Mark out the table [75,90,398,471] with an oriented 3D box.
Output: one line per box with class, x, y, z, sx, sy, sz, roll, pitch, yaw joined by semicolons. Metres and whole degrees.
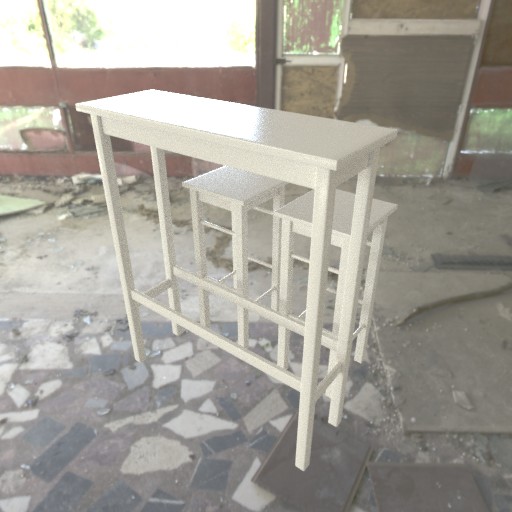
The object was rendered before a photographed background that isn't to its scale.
table;0.000;0.000;1.620;0.915;1.065;0.650;21;36;32
